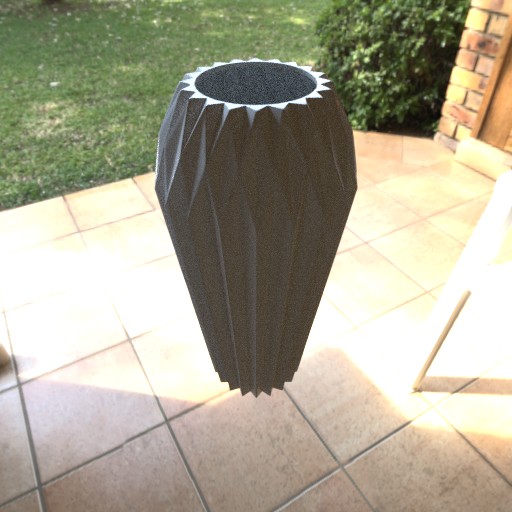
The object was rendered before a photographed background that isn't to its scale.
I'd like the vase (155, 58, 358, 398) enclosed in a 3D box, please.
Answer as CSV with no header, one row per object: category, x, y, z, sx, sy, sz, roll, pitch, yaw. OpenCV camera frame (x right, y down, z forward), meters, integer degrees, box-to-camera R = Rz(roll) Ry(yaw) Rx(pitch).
vase,0.000,0.000,0.339,0.133,0.263,0.133,0,40,0
